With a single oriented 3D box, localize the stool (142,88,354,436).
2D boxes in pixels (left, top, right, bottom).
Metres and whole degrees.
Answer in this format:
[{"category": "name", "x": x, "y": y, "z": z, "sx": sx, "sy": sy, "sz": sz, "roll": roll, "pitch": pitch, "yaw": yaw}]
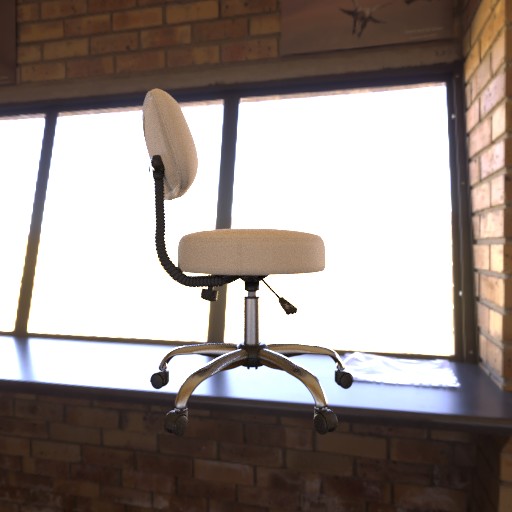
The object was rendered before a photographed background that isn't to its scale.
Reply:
[{"category": "stool", "x": 0.000, "y": 0.000, "z": 1.259, "sx": 0.616, "sy": 0.810, "sz": 0.609, "roll": 0, "pitch": 2, "yaw": -18}]
